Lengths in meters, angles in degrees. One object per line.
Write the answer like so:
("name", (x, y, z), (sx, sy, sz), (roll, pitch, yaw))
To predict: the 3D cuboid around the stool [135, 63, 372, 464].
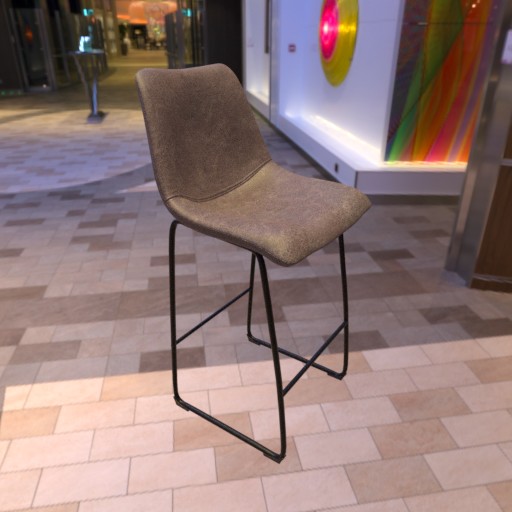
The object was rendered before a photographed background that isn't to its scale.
("stool", (0.000, 0.000, 1.390), (0.561, 1.082, 0.514), (17, 31, 30))
